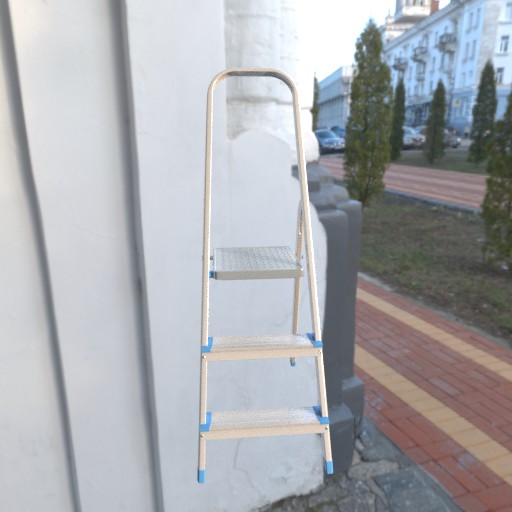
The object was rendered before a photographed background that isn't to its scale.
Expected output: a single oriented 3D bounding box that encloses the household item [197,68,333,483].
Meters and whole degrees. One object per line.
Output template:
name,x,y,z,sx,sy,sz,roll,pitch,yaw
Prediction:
household item,0.000,0.000,1.511,0.420,1.215,0.687,-2,16,-5
